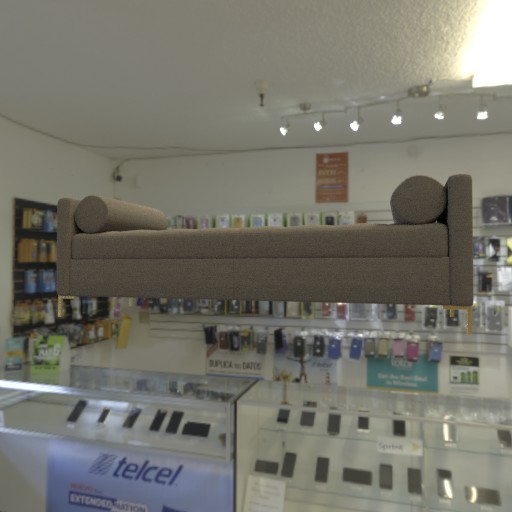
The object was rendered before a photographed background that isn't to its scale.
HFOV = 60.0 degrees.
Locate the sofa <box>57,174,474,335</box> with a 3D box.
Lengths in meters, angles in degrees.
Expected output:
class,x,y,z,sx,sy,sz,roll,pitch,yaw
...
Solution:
class,x,y,z,sx,sy,sz,roll,pitch,yaw
sofa,0.000,0.000,2.329,1.981,0.635,0.686,0,-1,18
